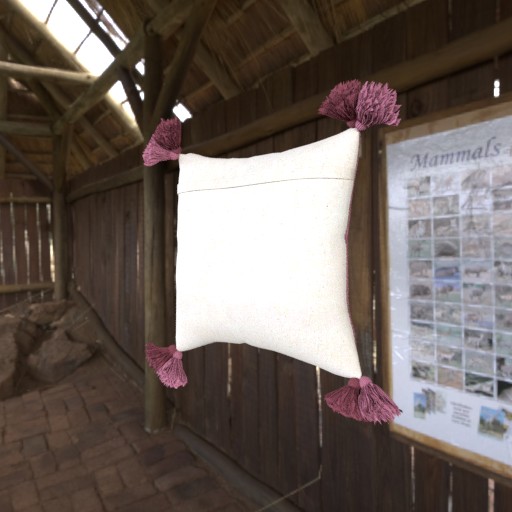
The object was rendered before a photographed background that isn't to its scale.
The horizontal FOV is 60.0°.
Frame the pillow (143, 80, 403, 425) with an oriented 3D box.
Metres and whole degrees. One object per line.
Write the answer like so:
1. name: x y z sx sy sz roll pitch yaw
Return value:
1. pillow: 0.000 0.000 0.961 0.641 0.659 0.138 1 2 35
